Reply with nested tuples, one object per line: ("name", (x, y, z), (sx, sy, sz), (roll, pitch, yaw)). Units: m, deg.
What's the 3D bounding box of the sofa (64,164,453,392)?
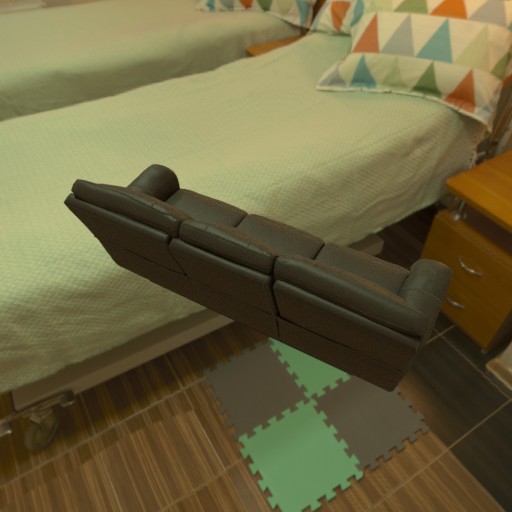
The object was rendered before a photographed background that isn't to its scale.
("sofa", (0.000, 0.000, 3.310), (2.627, 1.134, 1.104), (22, 49, 20))
